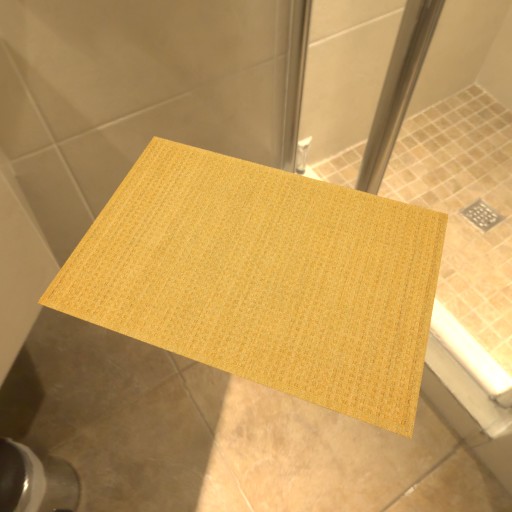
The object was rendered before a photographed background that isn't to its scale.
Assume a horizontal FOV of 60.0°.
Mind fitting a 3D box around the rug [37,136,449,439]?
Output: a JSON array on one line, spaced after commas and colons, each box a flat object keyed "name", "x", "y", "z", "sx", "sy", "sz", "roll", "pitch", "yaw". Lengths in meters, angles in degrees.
[{"name": "rug", "x": 0.000, "y": 0.000, "z": 3.680, "sx": 2.895, "sy": 0.006, "sz": 1.981, "roll": 17, "pitch": 59, "yaw": 11}]
